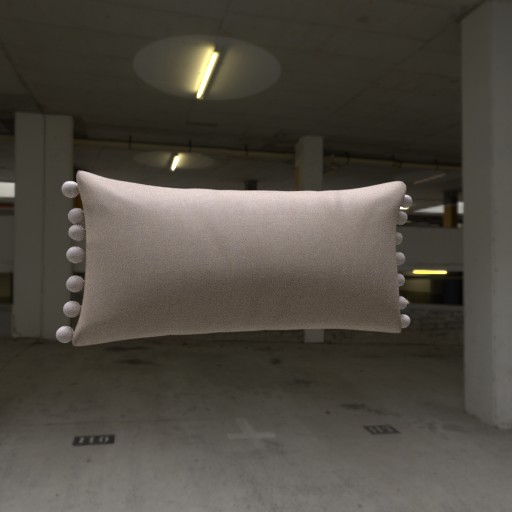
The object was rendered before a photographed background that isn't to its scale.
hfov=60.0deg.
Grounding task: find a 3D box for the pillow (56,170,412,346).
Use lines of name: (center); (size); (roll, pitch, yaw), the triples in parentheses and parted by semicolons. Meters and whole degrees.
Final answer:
pillow: (0.000, 0.000, 0.851); (0.709, 0.322, 0.201); (0, -1, -16)
